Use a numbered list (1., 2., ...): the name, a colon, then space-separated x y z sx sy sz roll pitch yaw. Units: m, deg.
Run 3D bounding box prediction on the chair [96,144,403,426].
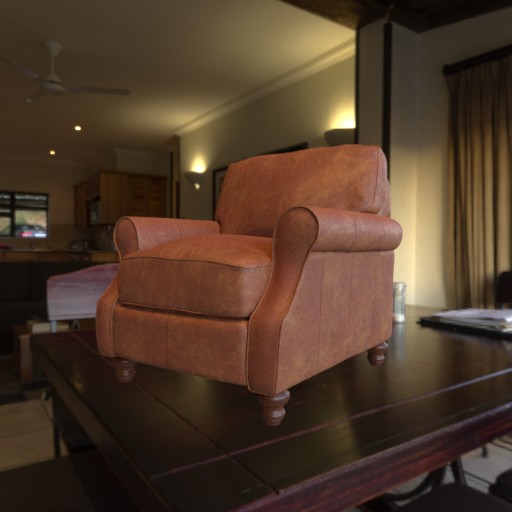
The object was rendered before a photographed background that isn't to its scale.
1. chair: 0.000 0.000 1.819 0.983 0.962 0.986 1 2 37
